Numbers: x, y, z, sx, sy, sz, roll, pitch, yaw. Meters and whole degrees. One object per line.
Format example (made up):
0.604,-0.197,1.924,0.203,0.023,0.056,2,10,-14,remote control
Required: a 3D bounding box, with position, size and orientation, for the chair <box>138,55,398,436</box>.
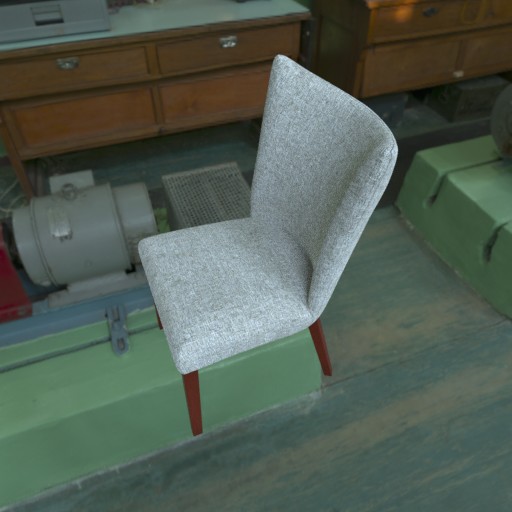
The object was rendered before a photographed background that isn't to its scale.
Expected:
0.000,0.000,1.299,0.623,0.924,0.535,-16,47,-16,chair
